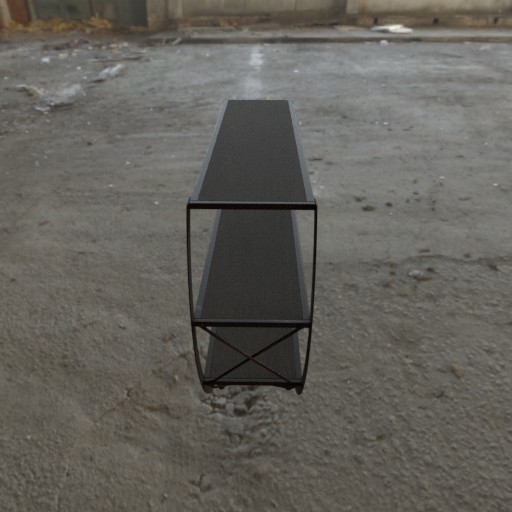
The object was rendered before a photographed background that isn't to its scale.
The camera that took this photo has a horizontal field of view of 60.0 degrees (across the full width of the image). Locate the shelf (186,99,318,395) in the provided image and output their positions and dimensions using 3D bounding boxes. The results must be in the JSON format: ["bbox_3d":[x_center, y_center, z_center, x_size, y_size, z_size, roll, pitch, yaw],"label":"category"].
[{"bbox_3d":[0.000,0.000,1.943,0.344,1.063,1.403,1,32,1],"label":"shelf"}]
